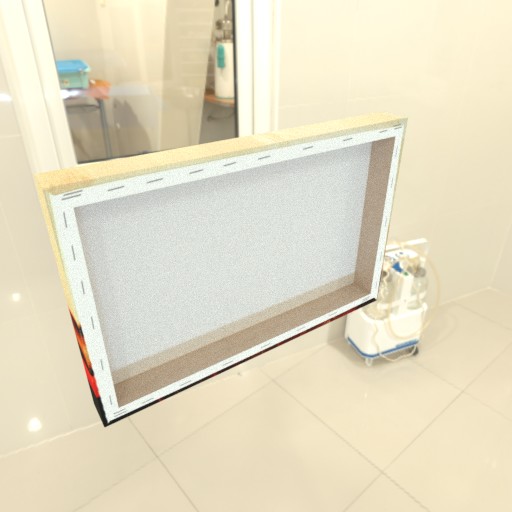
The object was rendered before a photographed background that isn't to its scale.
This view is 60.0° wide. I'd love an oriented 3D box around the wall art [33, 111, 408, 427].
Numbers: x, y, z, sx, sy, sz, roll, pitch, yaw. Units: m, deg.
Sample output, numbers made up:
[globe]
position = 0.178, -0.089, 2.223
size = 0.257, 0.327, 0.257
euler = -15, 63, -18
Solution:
[wall art]
position = 0.000, 0.000, 0.478
size = 0.383, 0.251, 0.037
euler = -19, 35, -29
